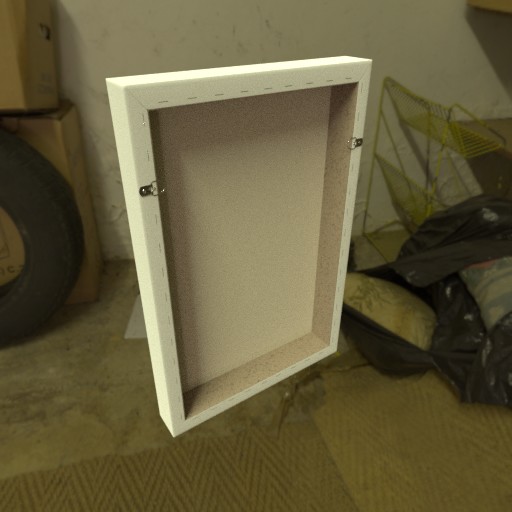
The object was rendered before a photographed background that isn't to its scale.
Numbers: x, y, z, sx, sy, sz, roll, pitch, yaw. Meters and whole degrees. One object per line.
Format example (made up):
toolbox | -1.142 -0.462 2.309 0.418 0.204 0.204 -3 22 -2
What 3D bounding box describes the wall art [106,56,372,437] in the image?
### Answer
wall art | 0.000 0.000 0.484 0.252 0.381 0.039 -19 36 -29
